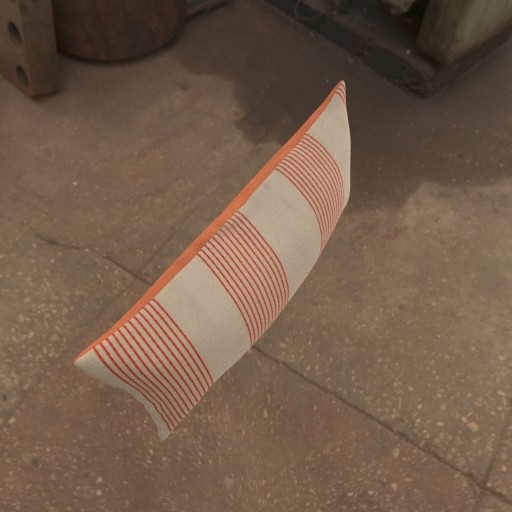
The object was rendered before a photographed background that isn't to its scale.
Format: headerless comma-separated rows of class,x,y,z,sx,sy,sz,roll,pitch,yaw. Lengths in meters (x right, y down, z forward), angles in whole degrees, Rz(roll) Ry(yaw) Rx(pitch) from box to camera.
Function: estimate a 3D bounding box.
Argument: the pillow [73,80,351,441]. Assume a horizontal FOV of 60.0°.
pillow,0.000,0.000,0.730,0.156,0.292,0.608,31,63,18
